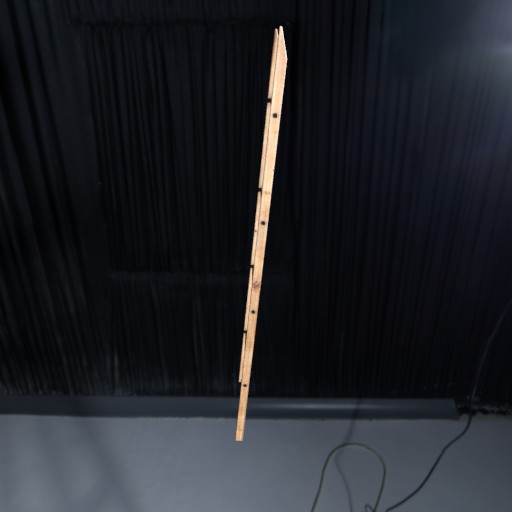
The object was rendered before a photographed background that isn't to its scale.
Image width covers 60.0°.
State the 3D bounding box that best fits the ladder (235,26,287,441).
[{"bbox_3d":[0.000,0.000,1.971,0.200,1.805,0.442,0,26,0],"label":"ladder"}]
